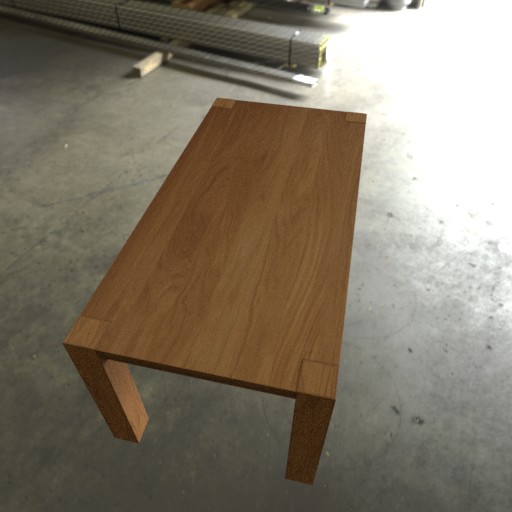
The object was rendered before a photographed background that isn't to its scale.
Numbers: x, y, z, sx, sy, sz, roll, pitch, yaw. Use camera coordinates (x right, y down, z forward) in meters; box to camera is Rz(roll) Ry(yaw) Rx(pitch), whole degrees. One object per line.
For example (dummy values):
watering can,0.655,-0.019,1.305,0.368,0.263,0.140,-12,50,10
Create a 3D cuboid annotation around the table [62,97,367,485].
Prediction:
table,0.000,0.000,2.275,0.900,0.760,1.800,9,46,9
